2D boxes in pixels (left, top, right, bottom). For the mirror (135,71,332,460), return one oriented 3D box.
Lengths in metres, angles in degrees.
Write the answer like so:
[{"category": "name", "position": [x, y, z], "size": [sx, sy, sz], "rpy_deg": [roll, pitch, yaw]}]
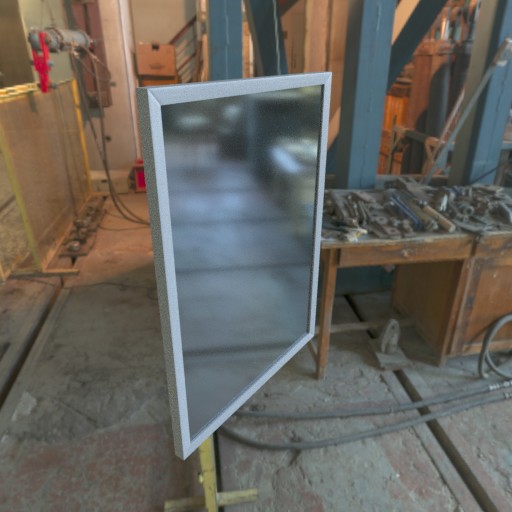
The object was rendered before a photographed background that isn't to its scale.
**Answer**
[{"category": "mirror", "position": [0.000, 0.000, 1.360], "size": [0.040, 1.016, 0.762], "rpy_deg": [17, 30, 32]}]
